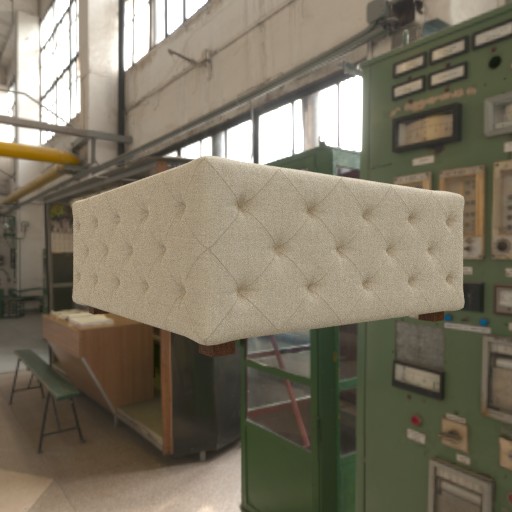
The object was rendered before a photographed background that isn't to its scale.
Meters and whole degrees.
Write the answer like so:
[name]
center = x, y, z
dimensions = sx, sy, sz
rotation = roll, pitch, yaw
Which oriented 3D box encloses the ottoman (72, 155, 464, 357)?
[ottoman]
center = 0.000, 0.000, 1.608
dimensions = 1.028, 0.439, 1.028
rotation = 0, 0, -37
